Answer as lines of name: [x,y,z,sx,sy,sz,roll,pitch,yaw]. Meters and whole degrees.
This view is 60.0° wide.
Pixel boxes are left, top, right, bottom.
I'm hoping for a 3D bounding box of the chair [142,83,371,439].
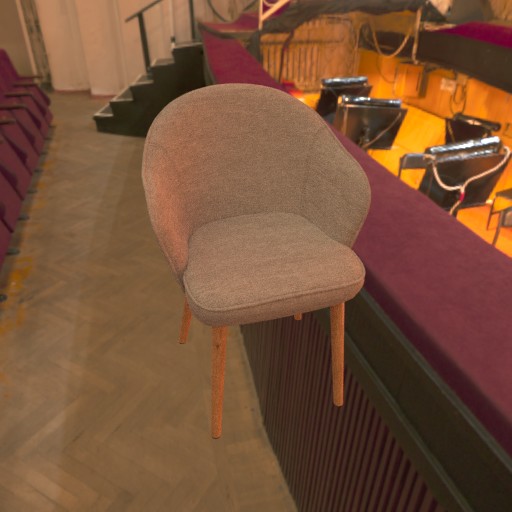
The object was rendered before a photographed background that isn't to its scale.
chair: [0.000,0.000,1.205,0.540,0.800,0.530,-9,32,-14]
